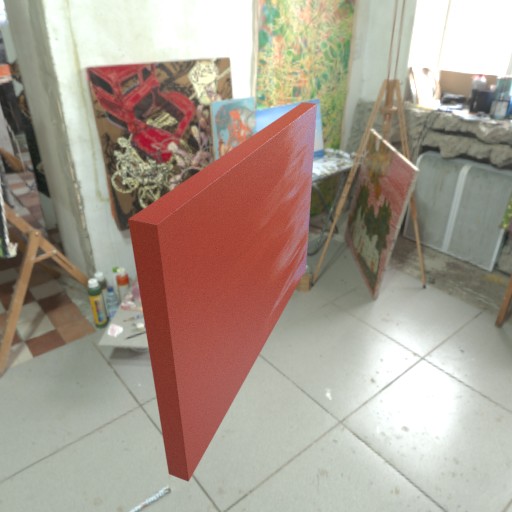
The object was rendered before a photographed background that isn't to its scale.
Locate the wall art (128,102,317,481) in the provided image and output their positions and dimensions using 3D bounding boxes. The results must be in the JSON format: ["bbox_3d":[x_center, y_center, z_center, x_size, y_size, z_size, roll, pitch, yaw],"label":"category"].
[{"bbox_3d":[0.000,0.000,0.775,0.033,0.405,0.607,11,32,18],"label":"wall art"}]
